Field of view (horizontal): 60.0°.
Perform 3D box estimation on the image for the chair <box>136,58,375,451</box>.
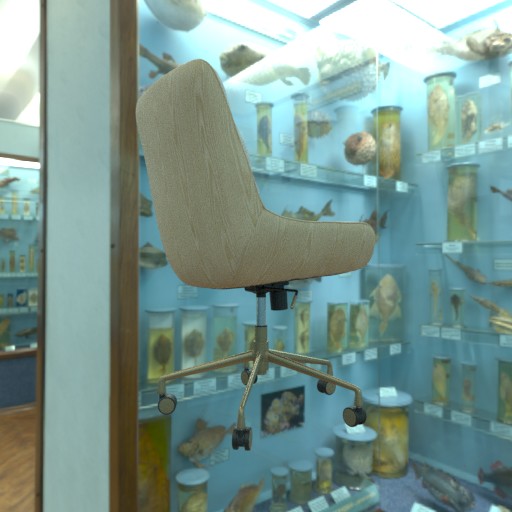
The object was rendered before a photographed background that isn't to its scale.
[{"bbox_3d":[0.000,0.000,1.360,0.668,0.952,0.564,0,-1,-37],"label":"chair"}]
